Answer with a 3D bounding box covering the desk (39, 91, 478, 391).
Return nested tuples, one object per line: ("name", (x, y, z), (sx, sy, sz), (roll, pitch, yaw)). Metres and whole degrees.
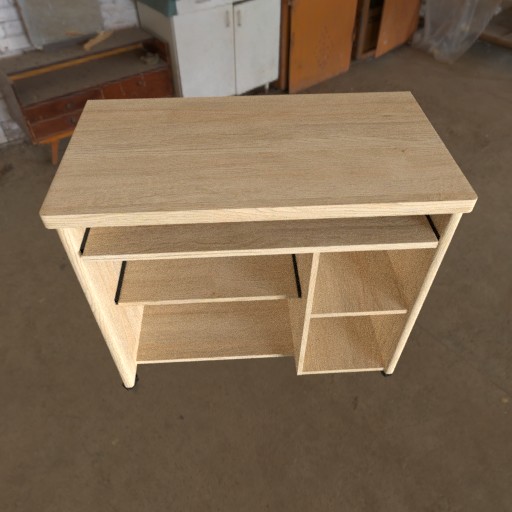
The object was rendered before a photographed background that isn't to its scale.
("desk", (0.000, 0.000, 1.326), (0.885, 0.770, 0.480), (-2, 46, -2))
